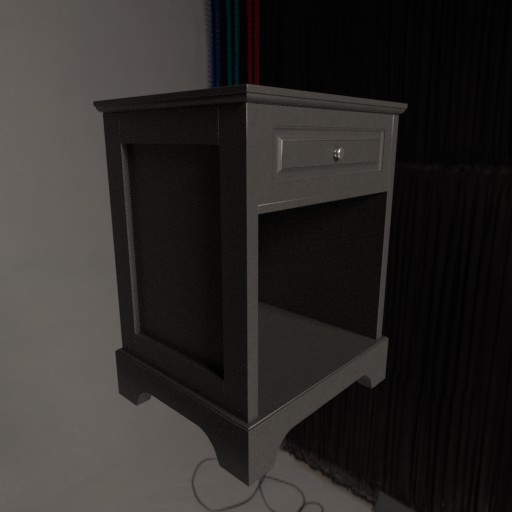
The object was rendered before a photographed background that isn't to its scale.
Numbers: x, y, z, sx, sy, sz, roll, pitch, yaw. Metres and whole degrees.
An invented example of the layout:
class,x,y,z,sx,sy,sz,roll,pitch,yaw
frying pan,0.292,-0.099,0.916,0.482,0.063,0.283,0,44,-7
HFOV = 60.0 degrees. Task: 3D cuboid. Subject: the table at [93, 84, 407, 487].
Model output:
class,x,y,z,sx,sy,sz,roll,pitch,yaw
table,0.000,0.000,0.930,0.399,0.610,0.460,13,20,41
